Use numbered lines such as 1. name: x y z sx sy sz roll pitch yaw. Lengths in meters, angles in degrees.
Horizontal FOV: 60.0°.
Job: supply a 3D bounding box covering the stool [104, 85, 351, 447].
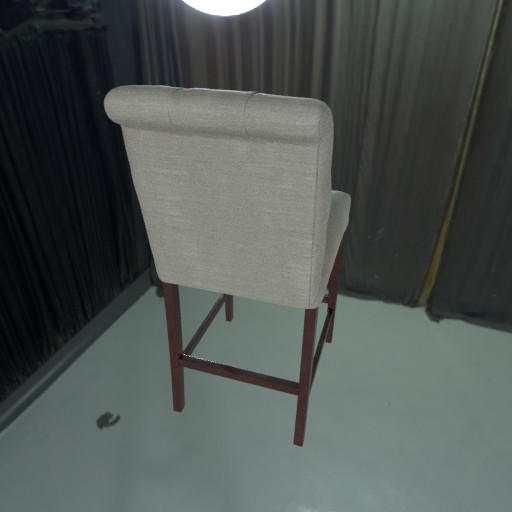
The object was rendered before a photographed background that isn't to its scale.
1. stool: 0.000 0.000 1.377 0.486 1.084 0.660 10 33 15
